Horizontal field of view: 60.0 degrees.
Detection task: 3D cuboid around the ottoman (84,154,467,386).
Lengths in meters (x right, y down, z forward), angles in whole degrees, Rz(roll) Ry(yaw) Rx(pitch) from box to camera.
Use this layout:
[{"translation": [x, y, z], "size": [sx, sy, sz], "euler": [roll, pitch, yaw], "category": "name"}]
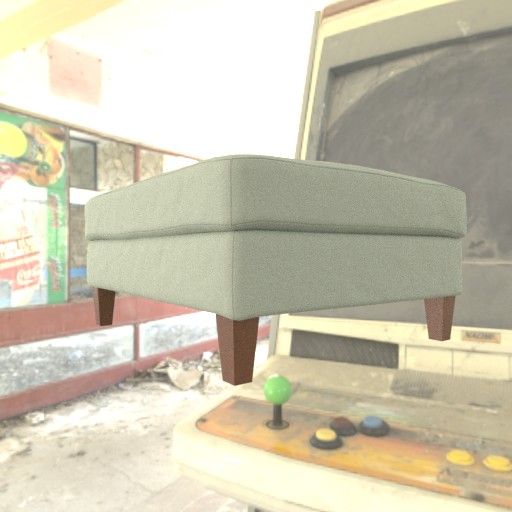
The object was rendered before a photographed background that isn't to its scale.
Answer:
[{"translation": [0.000, 0.000, 1.445], "size": [0.842, 0.494, 0.991], "euler": [0, 1, -36], "category": "ottoman"}]
